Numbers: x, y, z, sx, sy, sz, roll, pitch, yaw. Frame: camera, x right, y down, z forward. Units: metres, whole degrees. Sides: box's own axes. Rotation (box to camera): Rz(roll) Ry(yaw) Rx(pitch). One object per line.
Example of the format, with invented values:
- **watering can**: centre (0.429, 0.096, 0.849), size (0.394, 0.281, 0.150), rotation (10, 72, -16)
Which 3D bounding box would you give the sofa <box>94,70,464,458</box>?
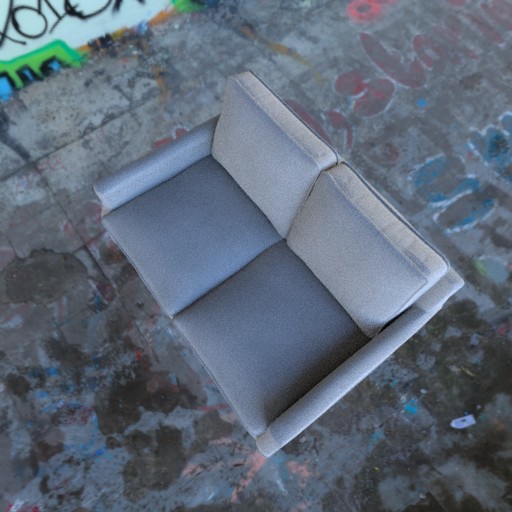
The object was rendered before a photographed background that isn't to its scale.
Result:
- **sofa**: centre (0.000, 0.000, 2.279), size (1.084, 1.003, 1.597), rotation (-34, 70, -14)
